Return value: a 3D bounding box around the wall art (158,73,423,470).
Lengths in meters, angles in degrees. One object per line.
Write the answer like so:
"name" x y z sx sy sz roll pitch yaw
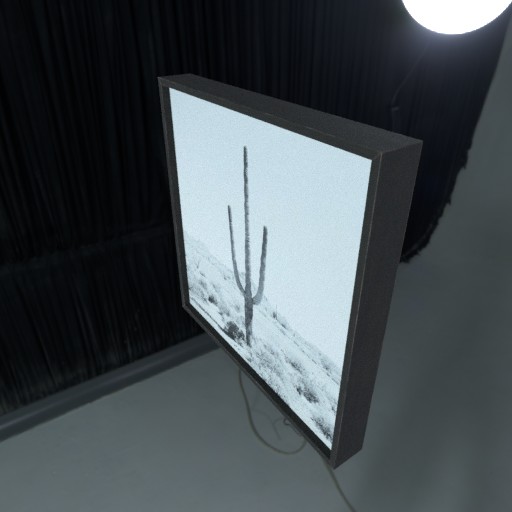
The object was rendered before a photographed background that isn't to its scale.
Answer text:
"wall art" 0.000 0.000 0.451 0.038 0.305 0.305 -20 37 -30
